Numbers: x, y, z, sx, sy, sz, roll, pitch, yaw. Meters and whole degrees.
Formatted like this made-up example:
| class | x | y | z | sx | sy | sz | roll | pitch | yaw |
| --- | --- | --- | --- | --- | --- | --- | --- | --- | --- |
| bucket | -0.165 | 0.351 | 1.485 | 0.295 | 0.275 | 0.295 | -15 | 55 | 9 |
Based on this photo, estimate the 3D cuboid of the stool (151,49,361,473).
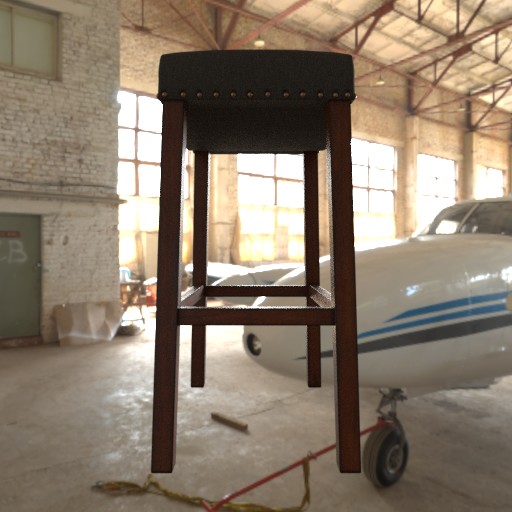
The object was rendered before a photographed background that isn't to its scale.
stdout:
| class | x | y | z | sx | sy | sz | roll | pitch | yaw |
| --- | --- | --- | --- | --- | --- | --- | --- | --- | --- |
| stool | 0.000 | 0.000 | 1.013 | 0.366 | 0.748 | 0.502 | 0 | 1 | 0 |
